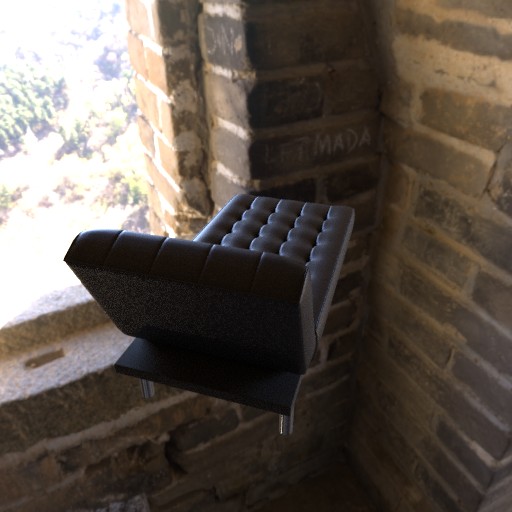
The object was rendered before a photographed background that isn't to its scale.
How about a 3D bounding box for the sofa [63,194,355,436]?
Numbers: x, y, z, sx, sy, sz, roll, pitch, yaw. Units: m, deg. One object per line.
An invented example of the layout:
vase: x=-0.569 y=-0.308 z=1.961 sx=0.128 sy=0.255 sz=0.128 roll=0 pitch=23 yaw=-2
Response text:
sofa: x=0.000 y=0.000 z=2.060 sx=0.760 sy=0.820 sz=1.560 roll=9 pitch=31 yaw=15
